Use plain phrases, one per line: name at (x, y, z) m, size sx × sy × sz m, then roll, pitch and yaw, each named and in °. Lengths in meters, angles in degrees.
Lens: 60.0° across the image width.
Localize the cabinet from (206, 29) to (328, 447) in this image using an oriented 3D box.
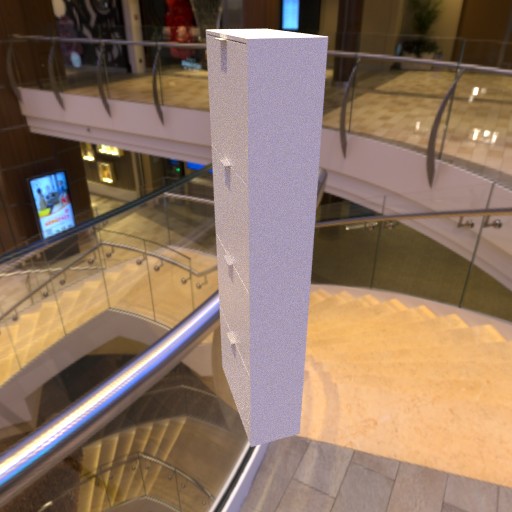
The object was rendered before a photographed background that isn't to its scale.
cabinet at (0.000, 0.000, 1.811) m, size 0.255 × 1.630 × 0.520 m, roll -9°, pitch 31°, yaw -15°
